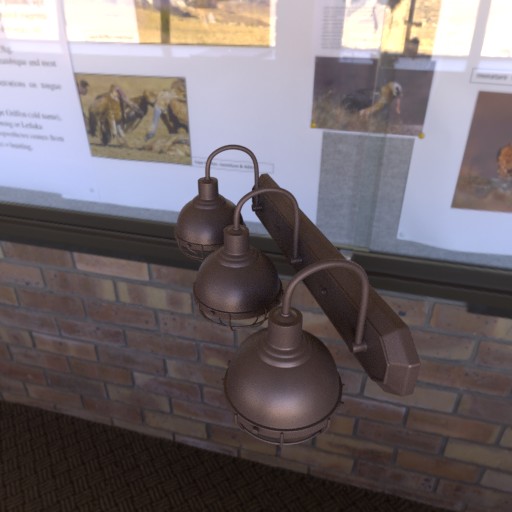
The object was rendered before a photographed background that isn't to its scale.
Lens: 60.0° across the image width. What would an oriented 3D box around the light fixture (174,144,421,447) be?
[{"bbox_3d":[0.000,0.000,0.775,0.229,0.254,0.634,-9,32,-14],"label":"light fixture"}]
